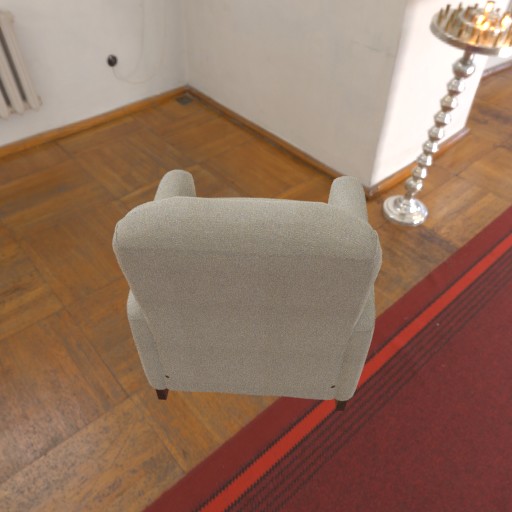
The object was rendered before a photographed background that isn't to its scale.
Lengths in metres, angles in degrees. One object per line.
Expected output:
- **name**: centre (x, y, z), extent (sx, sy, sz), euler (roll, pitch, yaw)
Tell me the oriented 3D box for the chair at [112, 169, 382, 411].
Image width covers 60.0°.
- **chair**: centre (0.000, 0.000, 1.659), extent (0.850, 1.006, 0.853), euler (3, 45, 3)
